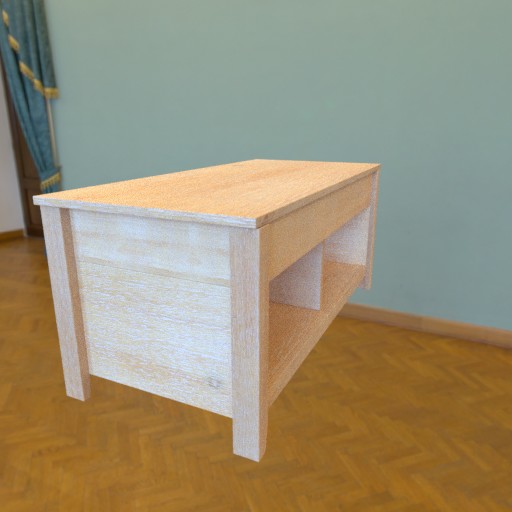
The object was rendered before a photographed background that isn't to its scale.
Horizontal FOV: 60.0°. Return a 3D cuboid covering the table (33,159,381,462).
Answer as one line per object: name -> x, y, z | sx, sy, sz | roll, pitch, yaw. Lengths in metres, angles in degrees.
table -> 0.000, 0.000, 1.270 | 0.483, 0.457, 1.016 | 8, 18, 24
